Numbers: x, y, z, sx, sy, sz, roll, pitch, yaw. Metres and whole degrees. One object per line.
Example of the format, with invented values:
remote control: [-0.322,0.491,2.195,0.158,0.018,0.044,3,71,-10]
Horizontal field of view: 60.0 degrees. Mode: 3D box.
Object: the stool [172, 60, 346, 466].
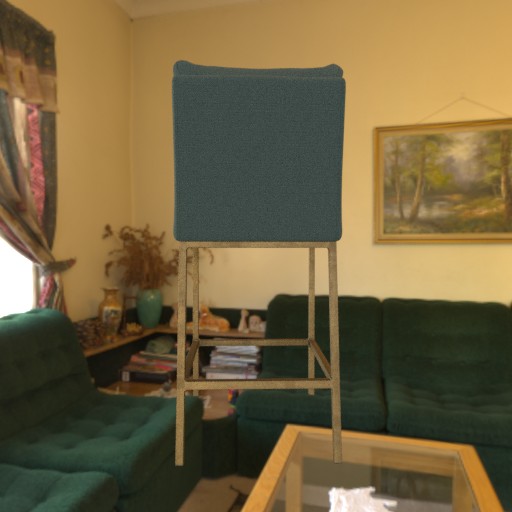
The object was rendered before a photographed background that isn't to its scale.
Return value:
stool: [0.000,0.000,1.363,0.463,1.032,0.568,0,1,-2]
